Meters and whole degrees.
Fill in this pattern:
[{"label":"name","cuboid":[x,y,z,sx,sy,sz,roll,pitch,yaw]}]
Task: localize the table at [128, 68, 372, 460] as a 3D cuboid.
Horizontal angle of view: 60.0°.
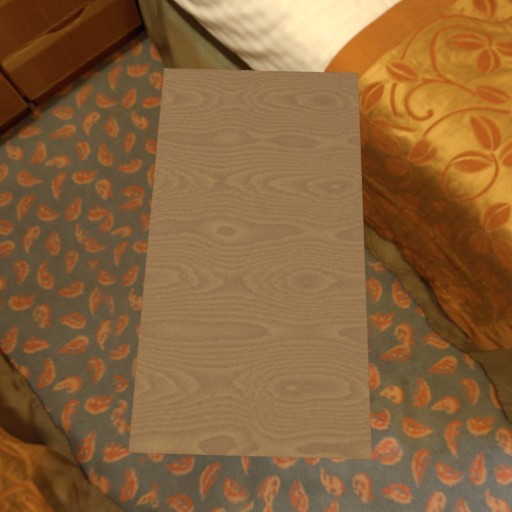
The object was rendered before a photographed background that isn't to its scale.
[{"label":"table","cuboid":[0.000,0.000,1.502,0.651,0.347,1.197,2,75,0]}]
